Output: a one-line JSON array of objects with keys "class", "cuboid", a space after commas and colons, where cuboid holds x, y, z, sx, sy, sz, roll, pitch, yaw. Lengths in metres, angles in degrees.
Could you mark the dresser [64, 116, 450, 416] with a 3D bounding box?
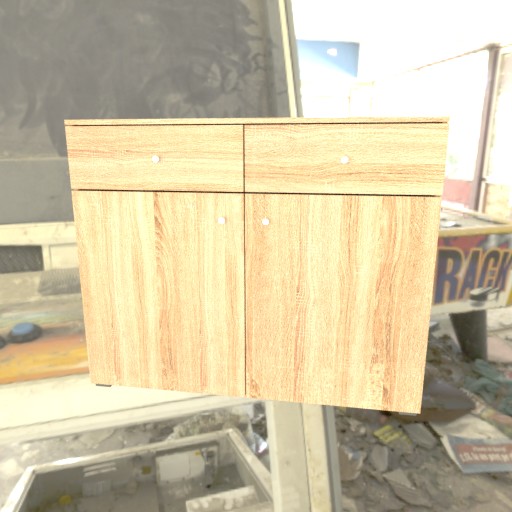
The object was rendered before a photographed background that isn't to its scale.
[{"class": "dresser", "cuboid": [0.000, 0.000, 1.552, 1.100, 0.900, 0.450, 2, 14, 9]}]
